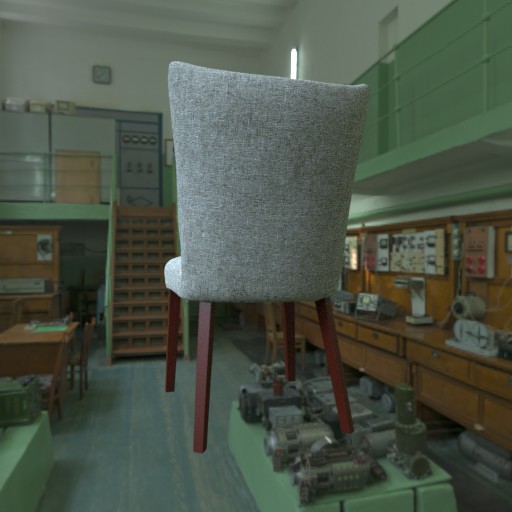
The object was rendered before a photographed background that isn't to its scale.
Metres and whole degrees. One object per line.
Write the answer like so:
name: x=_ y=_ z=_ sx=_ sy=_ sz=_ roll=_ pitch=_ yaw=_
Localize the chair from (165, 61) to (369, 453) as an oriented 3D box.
chair: x=0.000 y=0.000 z=1.293 sx=0.535 sy=0.924 sz=0.623 roll=0 pitch=0 yaw=-17
